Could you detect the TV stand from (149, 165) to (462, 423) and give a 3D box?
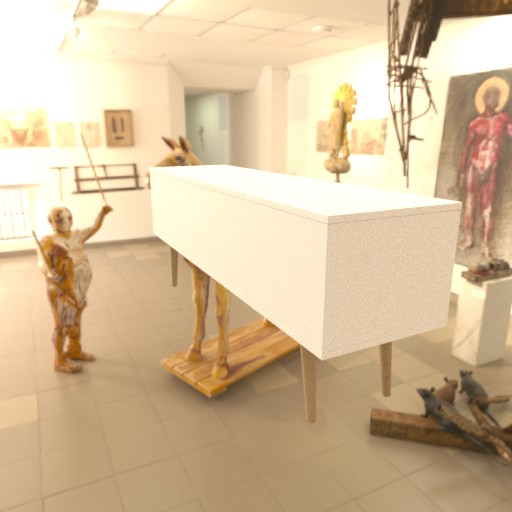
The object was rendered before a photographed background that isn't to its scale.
[{"bbox_3d":[0.000,0.000,1.626,0.401,0.560,1.398,-8,17,-26],"label":"TV stand"}]
